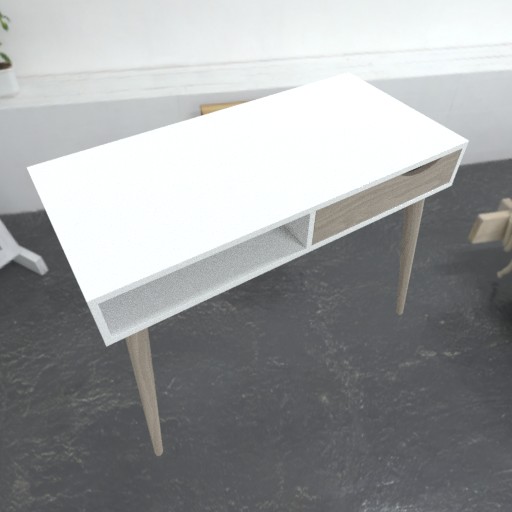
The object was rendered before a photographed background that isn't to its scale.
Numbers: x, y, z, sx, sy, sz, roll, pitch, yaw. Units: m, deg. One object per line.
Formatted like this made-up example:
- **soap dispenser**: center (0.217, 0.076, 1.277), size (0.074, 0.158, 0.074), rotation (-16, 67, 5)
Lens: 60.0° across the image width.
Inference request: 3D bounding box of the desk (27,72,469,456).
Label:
- **desk**: center (0.000, 0.000, 1.343), size (0.979, 0.723, 0.491), rotation (-24, 51, -21)
